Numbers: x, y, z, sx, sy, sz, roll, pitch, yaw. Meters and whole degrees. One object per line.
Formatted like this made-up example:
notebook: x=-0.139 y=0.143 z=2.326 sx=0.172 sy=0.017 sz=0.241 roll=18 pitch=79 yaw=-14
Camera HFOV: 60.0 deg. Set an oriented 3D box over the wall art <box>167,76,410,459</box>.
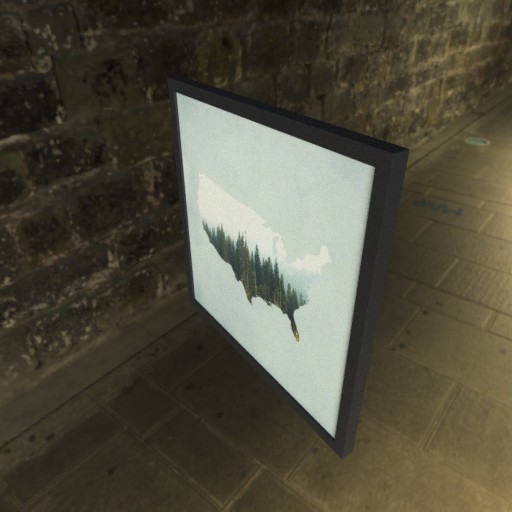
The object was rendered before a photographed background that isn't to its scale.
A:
wall art: x=0.000 y=0.000 z=1.143 sx=0.038 sy=0.763 sz=0.763 roll=-21 pitch=38 yaw=-30
